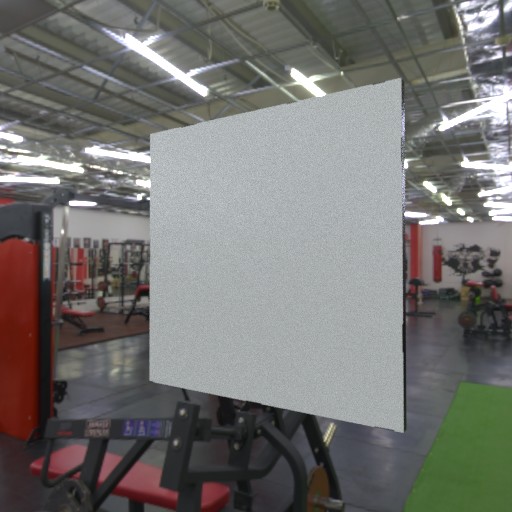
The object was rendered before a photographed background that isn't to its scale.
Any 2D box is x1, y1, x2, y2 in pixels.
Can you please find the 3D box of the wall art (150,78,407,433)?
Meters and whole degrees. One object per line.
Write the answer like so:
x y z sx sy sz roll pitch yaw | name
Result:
0.000 0.000 0.681 0.446 0.445 0.014 -1 -1 33 | wall art
